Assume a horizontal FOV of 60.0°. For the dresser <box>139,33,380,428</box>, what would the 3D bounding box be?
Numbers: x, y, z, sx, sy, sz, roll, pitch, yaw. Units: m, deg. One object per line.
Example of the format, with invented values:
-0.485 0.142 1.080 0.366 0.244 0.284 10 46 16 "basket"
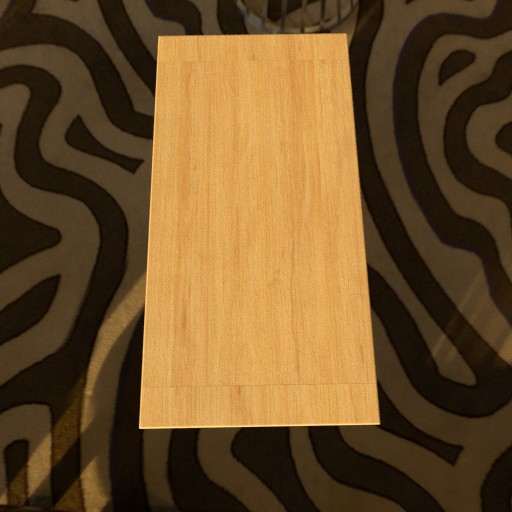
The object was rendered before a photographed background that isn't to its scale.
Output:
0.000 0.000 1.210 0.410 0.730 0.800 -1 75 0 "dresser"
